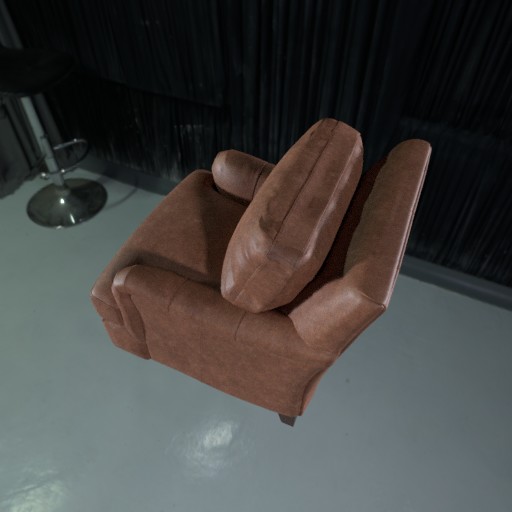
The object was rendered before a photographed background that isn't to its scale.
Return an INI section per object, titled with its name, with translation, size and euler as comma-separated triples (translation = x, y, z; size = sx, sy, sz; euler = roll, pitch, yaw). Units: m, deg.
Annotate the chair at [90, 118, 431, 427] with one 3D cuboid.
[chair]
translation = 0.000, 0.000, 1.962
size = 1.158, 1.055, 0.986
euler = 17, 49, 16
